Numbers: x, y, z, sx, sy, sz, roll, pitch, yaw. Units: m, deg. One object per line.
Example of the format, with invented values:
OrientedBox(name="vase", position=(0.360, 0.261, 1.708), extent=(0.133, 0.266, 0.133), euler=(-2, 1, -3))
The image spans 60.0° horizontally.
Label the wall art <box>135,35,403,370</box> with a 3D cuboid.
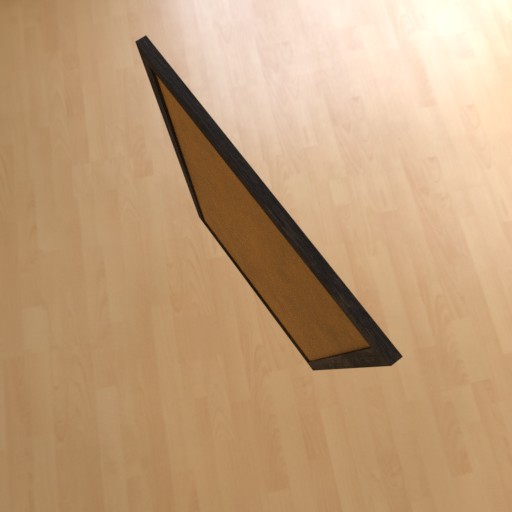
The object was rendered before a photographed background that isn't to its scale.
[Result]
OrientedBox(name="wall art", position=(0.000, 0.000, 1.354), extent=(0.029, 1.066, 0.812), euler=(-35, 78, -9))
